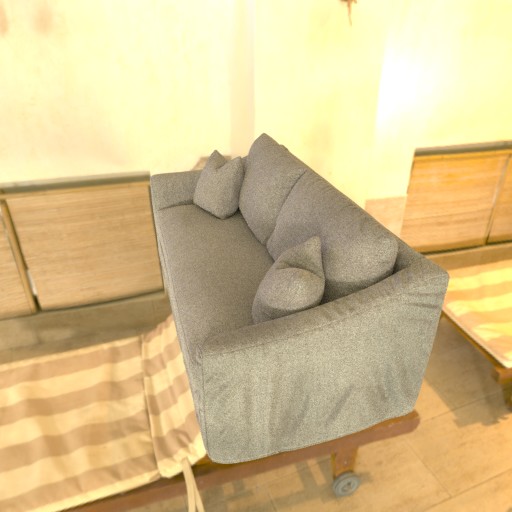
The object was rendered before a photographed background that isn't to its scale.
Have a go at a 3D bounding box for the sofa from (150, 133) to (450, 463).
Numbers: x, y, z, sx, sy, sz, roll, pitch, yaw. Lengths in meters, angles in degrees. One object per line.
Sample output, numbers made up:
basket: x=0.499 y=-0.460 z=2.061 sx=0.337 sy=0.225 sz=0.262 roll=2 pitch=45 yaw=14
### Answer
sofa: x=0.000 y=0.000 z=2.647 sx=1.072 sy=1.018 sz=2.010 roll=-9 pitch=31 yaw=-15
